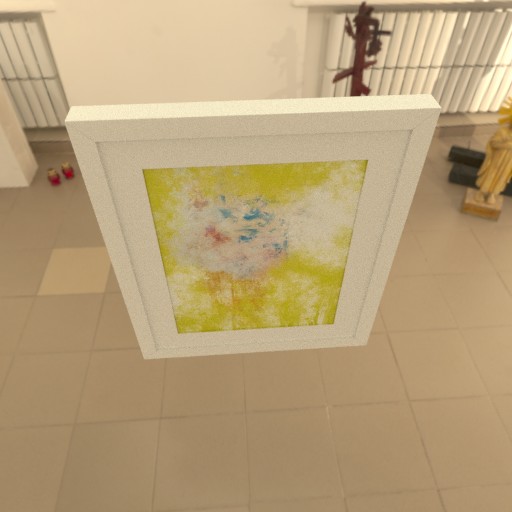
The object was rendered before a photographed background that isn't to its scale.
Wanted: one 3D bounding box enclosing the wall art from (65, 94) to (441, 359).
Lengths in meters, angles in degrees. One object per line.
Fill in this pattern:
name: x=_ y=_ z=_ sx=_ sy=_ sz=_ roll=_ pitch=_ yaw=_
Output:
wall art: x=0.000 y=0.000 z=0.532 sx=0.331 sy=0.381 sz=0.028 roll=-3 pitch=46 yaw=-3
